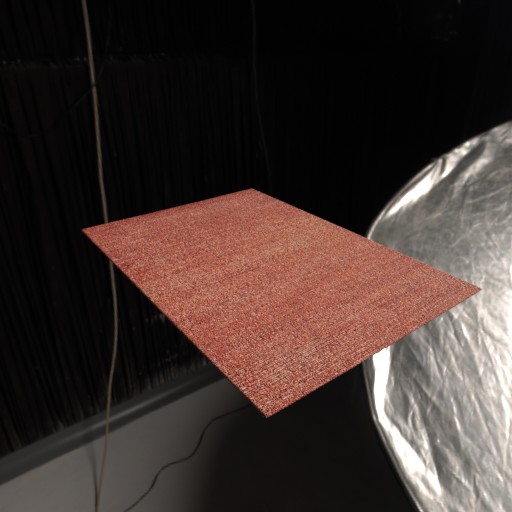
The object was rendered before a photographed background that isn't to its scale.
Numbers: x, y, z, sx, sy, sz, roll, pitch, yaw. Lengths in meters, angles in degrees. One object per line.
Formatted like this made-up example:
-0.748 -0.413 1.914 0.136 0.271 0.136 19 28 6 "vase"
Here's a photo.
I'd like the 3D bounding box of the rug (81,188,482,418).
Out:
0.000 0.000 5.172 2.803 0.025 3.965 -19 33 -32 "rug"
